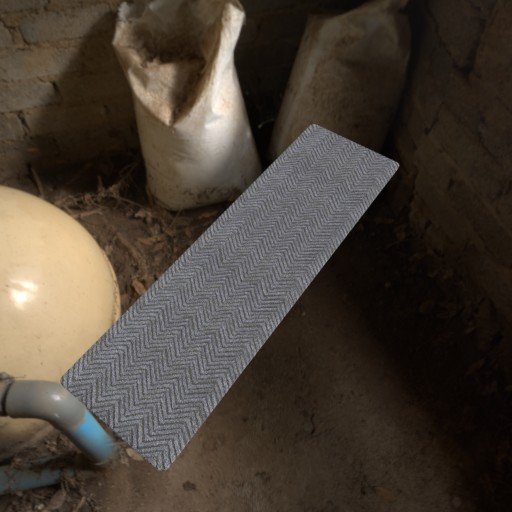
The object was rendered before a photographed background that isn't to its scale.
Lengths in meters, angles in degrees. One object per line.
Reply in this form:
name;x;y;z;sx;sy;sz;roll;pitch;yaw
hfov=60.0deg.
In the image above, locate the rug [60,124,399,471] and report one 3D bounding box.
rug;0.000;0.000;2.522;0.686;0.008;2.286;32;62;19
